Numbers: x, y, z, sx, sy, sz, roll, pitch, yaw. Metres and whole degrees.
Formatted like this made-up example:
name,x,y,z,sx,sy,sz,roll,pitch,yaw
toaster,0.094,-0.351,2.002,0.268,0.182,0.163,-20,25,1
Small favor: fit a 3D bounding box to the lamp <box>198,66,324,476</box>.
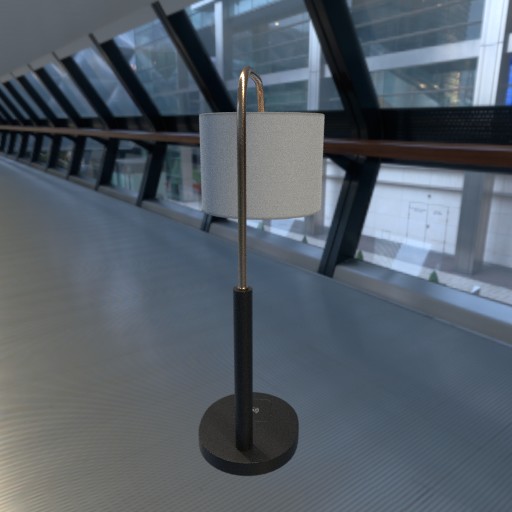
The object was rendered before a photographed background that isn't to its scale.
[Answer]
name,x,y,z,sx,sy,sz,roll,pitch,yaw
lamp,0.000,0.000,0.703,0.199,0.540,0.337,2,16,7
